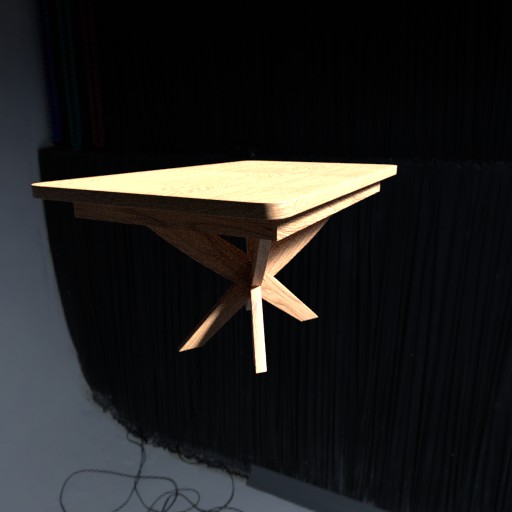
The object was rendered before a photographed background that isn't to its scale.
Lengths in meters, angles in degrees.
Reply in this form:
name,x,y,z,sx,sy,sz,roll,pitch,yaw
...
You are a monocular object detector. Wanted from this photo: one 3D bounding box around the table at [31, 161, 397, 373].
name,x,y,z,sx,sy,sz,roll,pitch,yaw
table,0.000,0.000,2.074,0.950,0.770,1.600,8,17,26
